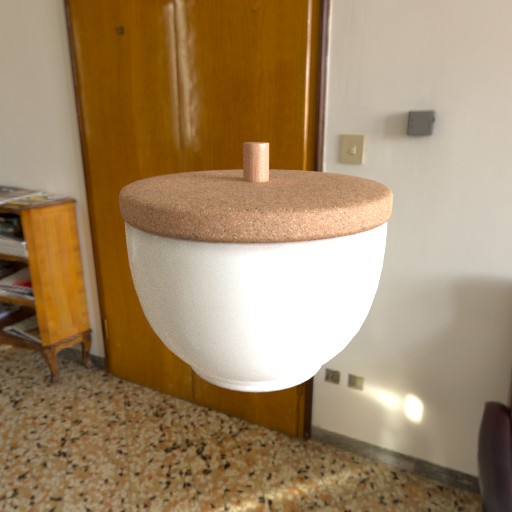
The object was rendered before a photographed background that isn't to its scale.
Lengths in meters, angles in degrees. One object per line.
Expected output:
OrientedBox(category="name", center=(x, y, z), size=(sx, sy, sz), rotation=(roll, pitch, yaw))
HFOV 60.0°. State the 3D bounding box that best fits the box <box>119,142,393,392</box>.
OrientedBox(category="box", center=(0.000, 0.000, 0.189), size=(0.107, 0.094, 0.107), rotation=(0, 17, 0))
